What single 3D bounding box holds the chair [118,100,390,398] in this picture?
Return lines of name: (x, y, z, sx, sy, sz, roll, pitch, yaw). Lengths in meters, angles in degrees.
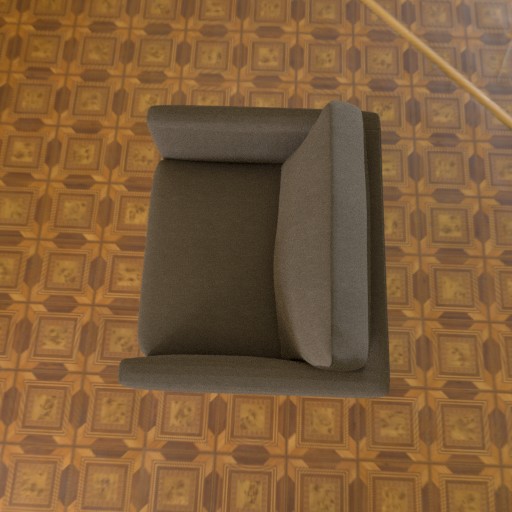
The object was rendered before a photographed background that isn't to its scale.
chair: (0.000, 0.000, 1.877, 0.959, 0.963, 1.107, 2, 76, 1)
